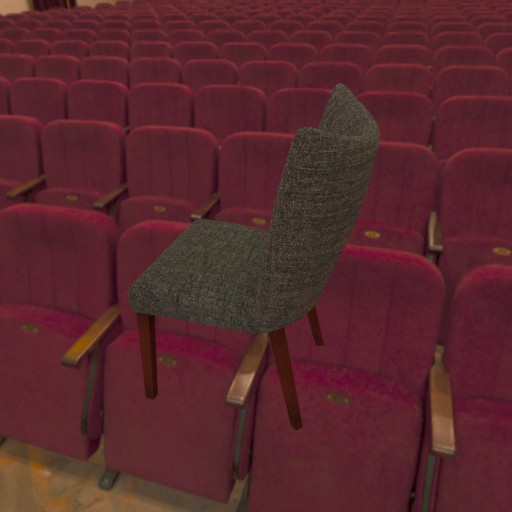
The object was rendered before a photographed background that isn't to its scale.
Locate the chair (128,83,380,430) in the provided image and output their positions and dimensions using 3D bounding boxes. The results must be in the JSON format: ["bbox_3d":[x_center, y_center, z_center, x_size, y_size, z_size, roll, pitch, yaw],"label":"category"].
[{"bbox_3d":[0.000,0.000,1.339,0.623,0.924,0.535,9,31,15],"label":"chair"}]
